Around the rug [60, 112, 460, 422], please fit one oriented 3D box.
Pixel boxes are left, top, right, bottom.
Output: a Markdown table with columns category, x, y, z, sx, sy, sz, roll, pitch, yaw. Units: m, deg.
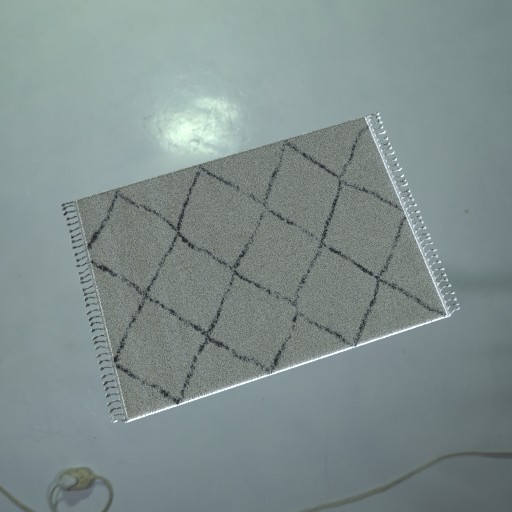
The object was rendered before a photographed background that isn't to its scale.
| category | x | y | z | sx | sy | sz | roll | pitch | yaw |
| --- | --- | --- | --- | --- | --- | --- | --- | --- | --- |
| rug | 0.000 | 0.000 | 2.906 | 2.307 | 0.031 | 1.494 | -17 | 77 | -4 |
